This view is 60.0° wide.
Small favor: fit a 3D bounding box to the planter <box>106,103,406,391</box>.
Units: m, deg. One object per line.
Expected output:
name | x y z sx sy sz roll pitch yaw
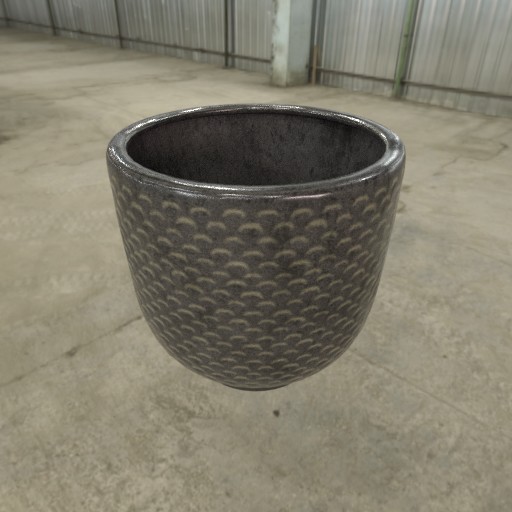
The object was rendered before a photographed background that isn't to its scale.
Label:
planter | 0.000 0.000 0.348 0.197 0.191 0.197 0 31 0
